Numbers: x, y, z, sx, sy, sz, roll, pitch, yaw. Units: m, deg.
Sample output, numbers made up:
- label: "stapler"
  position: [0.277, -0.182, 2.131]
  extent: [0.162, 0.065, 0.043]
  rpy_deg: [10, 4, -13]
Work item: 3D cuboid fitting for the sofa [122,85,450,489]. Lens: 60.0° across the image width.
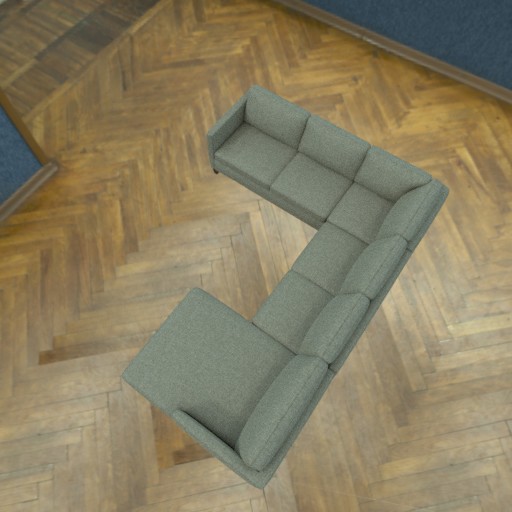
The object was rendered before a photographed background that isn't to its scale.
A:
- label: "sofa"
  position: [0.000, 0.000, 4.474]
  extent: [2.551, 0.889, 3.403]
  rpy_deg: [33, 68, 15]
